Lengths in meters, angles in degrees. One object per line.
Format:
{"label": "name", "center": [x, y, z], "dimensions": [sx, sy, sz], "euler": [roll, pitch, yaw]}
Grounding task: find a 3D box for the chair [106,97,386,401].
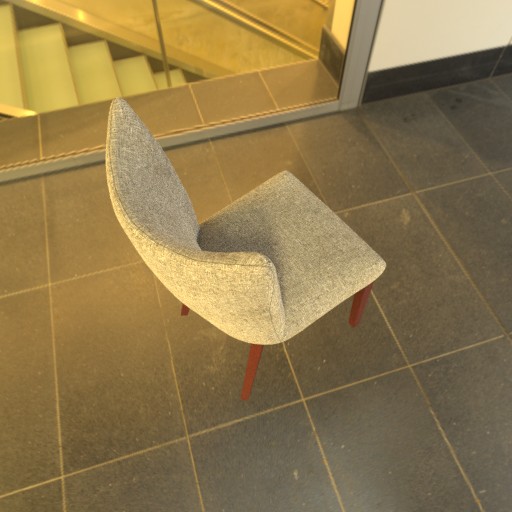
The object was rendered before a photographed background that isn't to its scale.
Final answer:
{"label": "chair", "center": [0.000, 0.000, 1.269], "dimensions": [0.623, 0.924, 0.535], "euler": [-32, 63, -19]}
